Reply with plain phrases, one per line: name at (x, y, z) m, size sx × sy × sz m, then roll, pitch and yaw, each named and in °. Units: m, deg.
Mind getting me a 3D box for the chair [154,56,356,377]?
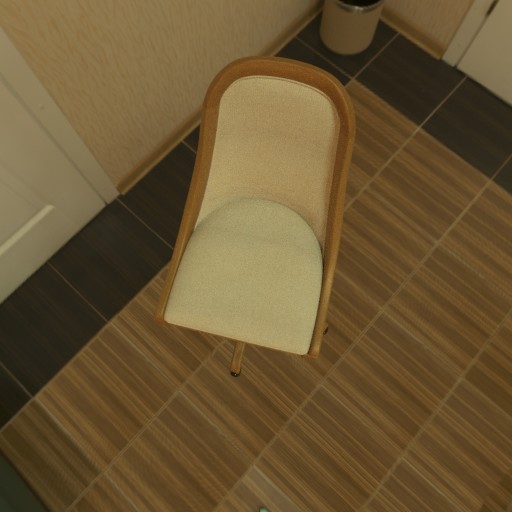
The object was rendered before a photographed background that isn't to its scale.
chair at (0.000, 0.000, 1.524) m, size 0.702 × 1.009 × 0.811 m, roll 13°, pitch 74°, yaw 4°
